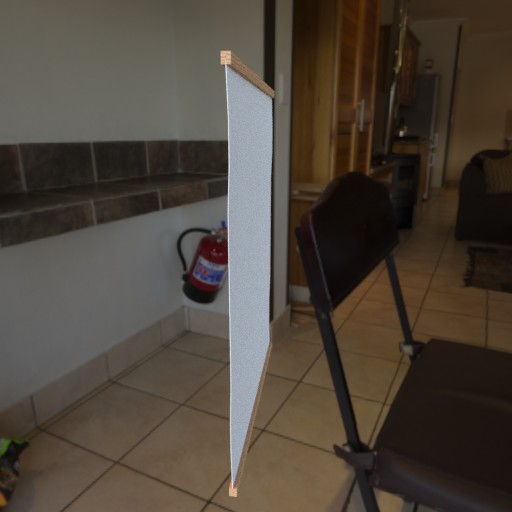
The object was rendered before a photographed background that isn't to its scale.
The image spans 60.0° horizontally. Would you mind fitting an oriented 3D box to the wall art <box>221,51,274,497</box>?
[{"bbox_3d":[0.000,0.000,0.674,0.010,0.507,0.404,2,15,8],"label":"wall art"}]
